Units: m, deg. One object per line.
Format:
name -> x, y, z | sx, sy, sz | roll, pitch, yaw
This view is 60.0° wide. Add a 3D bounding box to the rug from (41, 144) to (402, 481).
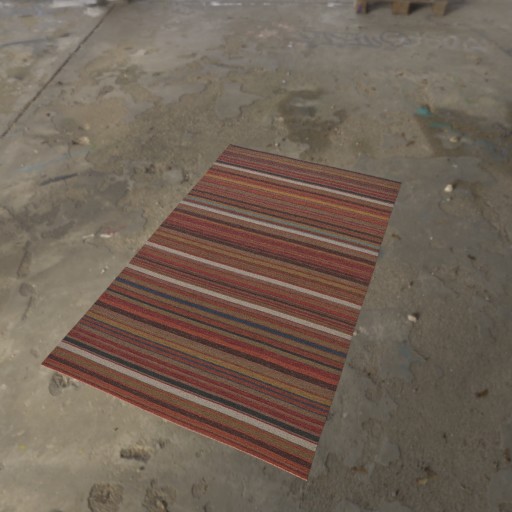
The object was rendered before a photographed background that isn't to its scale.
rug -> 0.000, 0.000, 2.985 | 1.523, 0.008, 2.438 | 17, 48, 16
